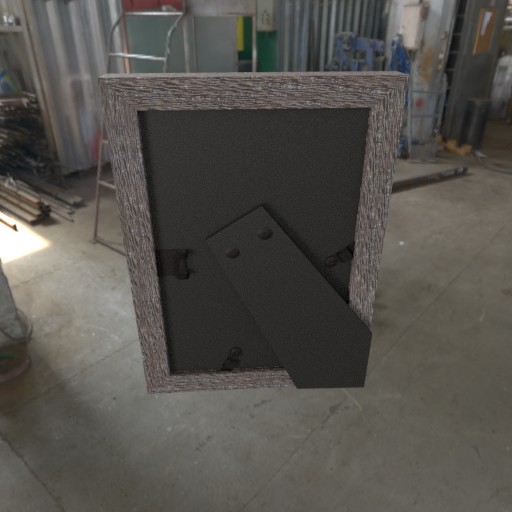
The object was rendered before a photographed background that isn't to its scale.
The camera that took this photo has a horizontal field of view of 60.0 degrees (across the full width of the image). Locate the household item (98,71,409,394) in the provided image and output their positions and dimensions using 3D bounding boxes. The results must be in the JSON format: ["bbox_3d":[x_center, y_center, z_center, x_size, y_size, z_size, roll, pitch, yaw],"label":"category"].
[{"bbox_3d":[0.000,0.000,0.236,0.133,0.180,0.020,-2,28,-4],"label":"household item"}]
